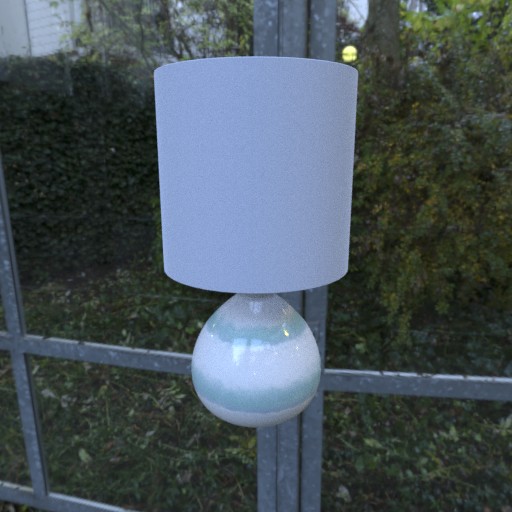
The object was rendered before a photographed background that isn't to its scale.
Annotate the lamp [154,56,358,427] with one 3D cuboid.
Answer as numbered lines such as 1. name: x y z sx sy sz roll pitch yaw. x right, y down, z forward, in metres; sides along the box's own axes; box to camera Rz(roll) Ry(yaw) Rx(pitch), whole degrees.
1. lamp: 0.000 0.000 0.530 0.217 0.404 0.217 7 16 26
